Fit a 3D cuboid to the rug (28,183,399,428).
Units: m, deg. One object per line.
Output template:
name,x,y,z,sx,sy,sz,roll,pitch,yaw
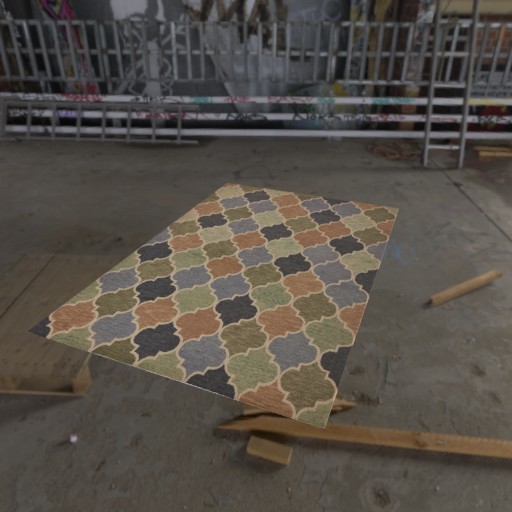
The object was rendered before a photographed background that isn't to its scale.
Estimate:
rug,0.000,0.000,2.305,1.216,0.006,1.828,12,32,19
